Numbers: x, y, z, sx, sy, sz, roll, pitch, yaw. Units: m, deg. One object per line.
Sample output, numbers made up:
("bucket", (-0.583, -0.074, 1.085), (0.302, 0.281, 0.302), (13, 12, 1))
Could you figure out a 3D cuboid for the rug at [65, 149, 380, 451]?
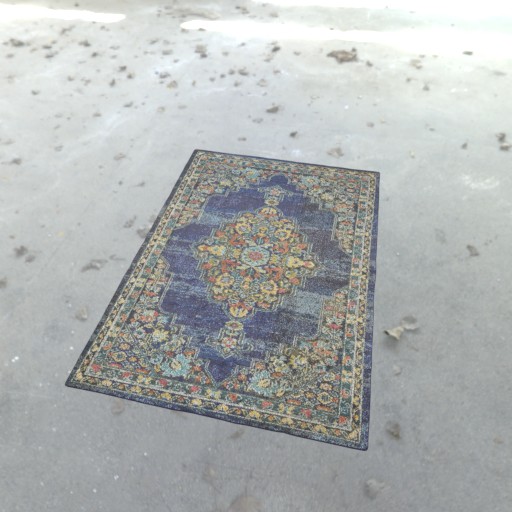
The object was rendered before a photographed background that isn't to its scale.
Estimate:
("rug", (0.000, 0.000, 3.851), (2.053, 0.011, 2.940), (9, 47, 8))
